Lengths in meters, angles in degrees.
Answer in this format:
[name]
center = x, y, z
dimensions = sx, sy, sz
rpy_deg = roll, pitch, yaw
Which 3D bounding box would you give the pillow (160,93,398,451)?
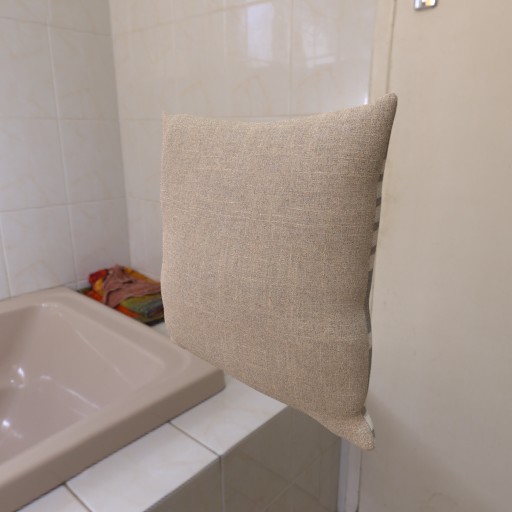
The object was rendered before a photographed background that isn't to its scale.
[pillow]
center = 0.000, 0.000, 0.667
dimensions = 0.439, 0.440, 0.182
rpy_deg = 15, 21, 42
